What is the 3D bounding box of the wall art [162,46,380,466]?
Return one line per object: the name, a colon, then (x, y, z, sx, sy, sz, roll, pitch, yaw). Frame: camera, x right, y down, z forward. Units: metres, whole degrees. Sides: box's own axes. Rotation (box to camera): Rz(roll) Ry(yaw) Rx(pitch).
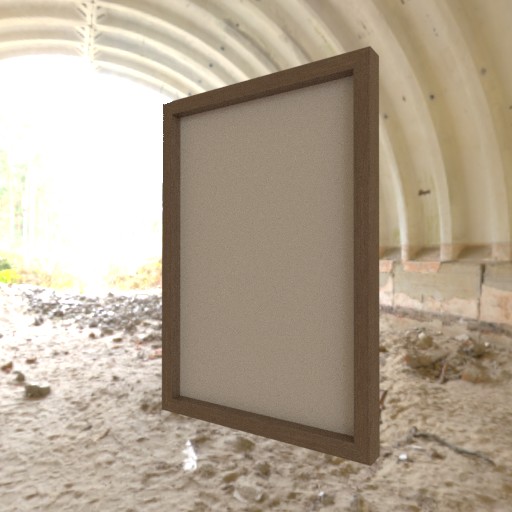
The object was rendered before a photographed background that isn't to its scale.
wall art: (0.000, 0.000, 0.651, 0.358, 0.510, 0.032, 0, 0, 34)
